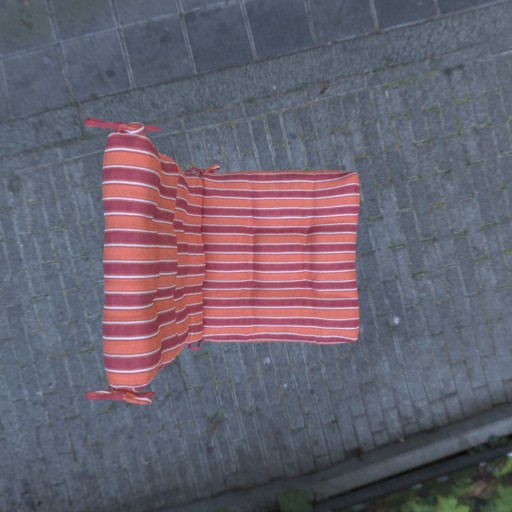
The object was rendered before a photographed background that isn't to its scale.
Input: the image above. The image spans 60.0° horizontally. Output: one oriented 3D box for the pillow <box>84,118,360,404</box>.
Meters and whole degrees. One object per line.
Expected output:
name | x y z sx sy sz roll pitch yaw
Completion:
pillow | 0.000 0.000 1.015 0.571 0.605 0.519 0 90 1
